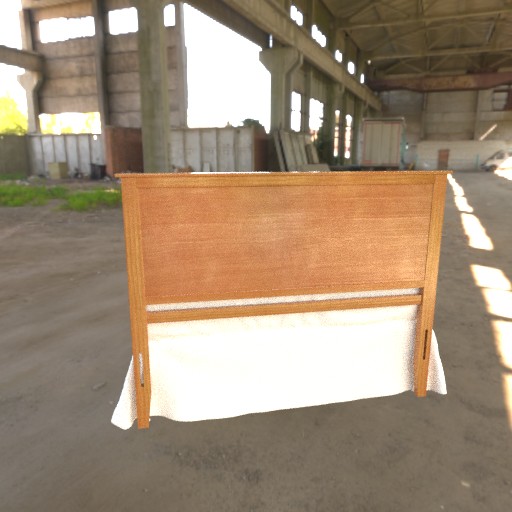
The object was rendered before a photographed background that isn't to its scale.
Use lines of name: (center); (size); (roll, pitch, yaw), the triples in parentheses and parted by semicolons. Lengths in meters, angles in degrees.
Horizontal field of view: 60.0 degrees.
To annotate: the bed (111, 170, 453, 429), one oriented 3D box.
bed: (0.000, 0.000, 3.190); (1.870, 1.273, 2.035); (-3, 14, -11)
